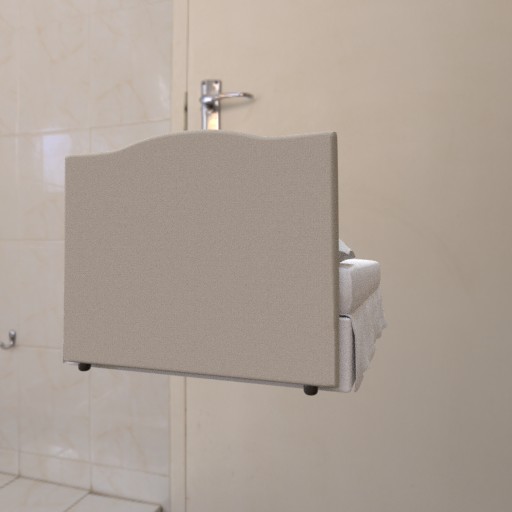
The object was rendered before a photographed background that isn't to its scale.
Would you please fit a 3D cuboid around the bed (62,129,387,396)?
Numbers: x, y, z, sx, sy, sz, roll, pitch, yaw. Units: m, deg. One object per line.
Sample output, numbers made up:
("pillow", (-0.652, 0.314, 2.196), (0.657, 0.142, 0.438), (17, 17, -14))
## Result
("bed", (0.000, 0.000, 3.662), (1.977, 1.437, 2.477), (0, 0, 19))
